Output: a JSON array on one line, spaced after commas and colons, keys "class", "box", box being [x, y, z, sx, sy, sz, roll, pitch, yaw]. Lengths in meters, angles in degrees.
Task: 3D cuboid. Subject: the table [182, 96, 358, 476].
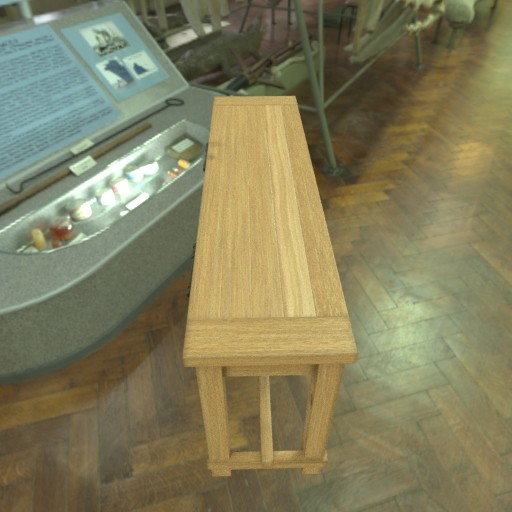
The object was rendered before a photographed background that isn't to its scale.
[{"class": "table", "box": [0.000, 0.000, 1.886, 0.442, 0.762, 1.599, -1, 41, -1]}]
